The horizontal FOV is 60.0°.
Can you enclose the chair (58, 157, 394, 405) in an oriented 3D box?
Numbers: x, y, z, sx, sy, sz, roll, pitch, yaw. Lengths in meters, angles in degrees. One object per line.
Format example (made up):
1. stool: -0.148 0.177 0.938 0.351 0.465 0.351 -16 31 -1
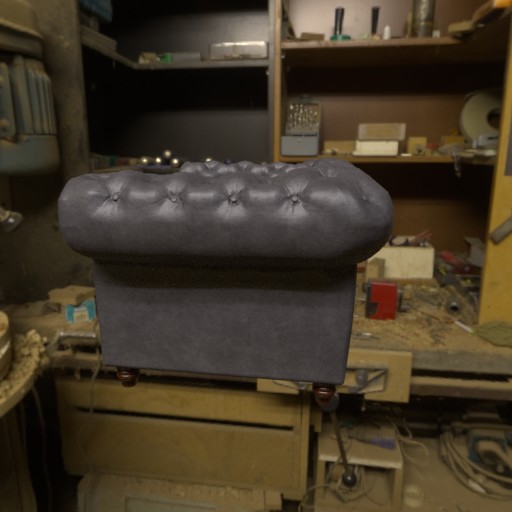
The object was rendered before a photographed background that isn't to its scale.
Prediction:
1. chair: 0.000 0.000 1.842 0.943 0.780 1.298 2 14 9
